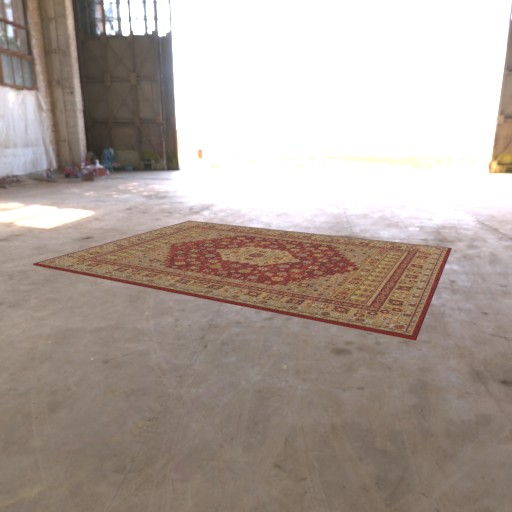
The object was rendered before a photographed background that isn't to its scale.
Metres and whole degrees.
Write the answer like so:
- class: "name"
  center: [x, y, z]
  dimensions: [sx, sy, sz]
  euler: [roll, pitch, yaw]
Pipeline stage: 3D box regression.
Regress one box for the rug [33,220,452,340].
- class: "rug"
  center: [0.000, 0.000, 2.866]
  dimensions: [2.211, 0.013, 1.593]
  euler: [8, 17, 27]
